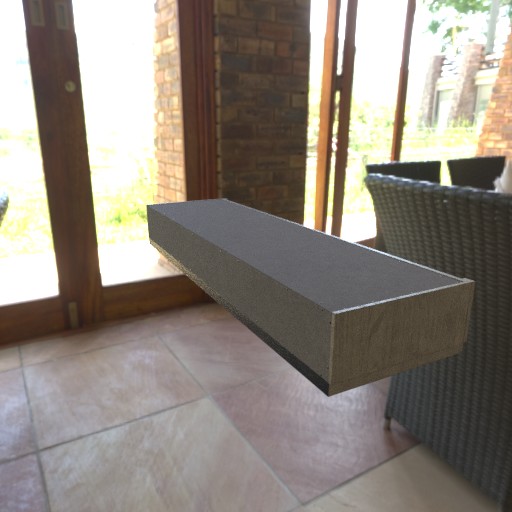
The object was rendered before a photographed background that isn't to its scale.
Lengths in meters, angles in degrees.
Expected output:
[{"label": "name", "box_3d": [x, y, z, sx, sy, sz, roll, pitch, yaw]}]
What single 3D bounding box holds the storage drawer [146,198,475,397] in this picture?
[{"label": "storage drawer", "box_3d": [0.000, 0.000, 2.288, 0.591, 0.274, 2.072, -8, 18, -27]}]
